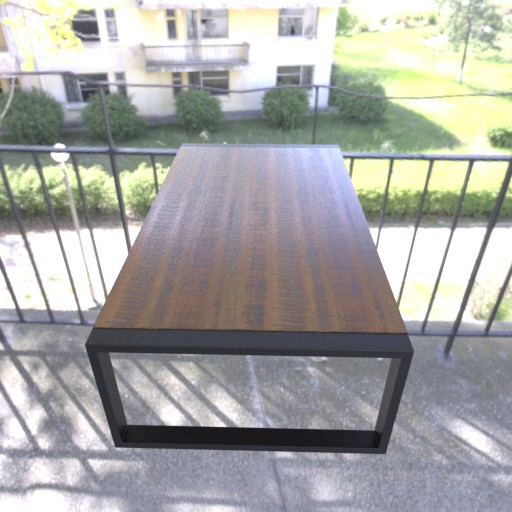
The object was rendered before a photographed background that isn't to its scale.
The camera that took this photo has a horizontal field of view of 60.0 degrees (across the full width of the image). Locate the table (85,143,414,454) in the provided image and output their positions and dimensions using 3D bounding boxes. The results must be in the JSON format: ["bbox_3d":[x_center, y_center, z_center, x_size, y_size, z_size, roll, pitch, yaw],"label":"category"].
[{"bbox_3d":[0.000,0.000,1.679,0.750,0.400,1.350,1,34,1],"label":"table"}]
